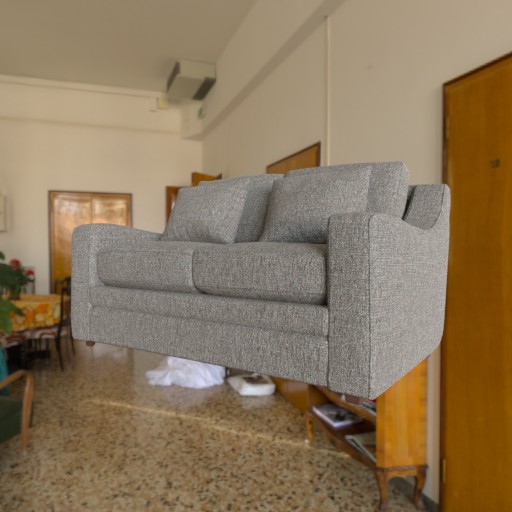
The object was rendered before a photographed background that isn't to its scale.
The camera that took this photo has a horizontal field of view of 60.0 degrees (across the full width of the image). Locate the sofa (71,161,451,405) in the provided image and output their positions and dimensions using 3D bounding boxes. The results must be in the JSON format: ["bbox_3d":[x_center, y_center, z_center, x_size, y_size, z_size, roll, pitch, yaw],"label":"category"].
[{"bbox_3d":[0.000,0.000,2.374,1.778,0.991,1.120,1,2,35],"label":"sofa"}]
